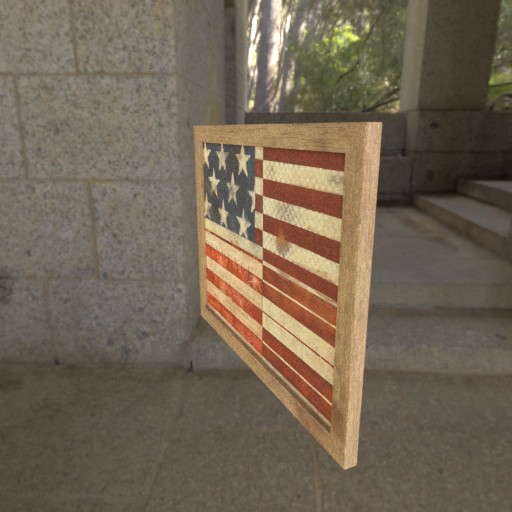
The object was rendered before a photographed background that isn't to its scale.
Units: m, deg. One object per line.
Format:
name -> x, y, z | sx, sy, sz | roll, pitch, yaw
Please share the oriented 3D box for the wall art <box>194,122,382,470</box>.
wall art -> 0.000, 0.000, 0.940 | 0.026, 0.535, 0.690 | -8, 18, -25
